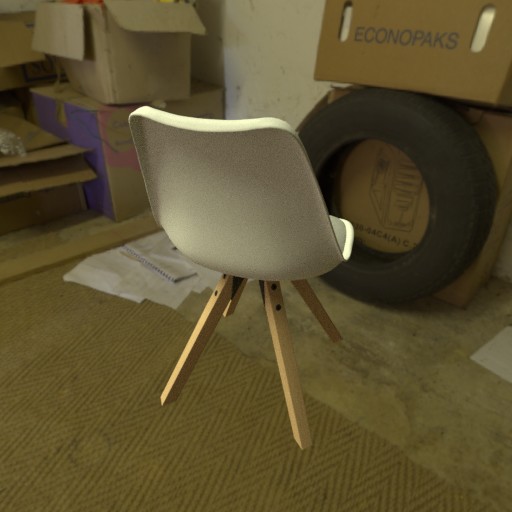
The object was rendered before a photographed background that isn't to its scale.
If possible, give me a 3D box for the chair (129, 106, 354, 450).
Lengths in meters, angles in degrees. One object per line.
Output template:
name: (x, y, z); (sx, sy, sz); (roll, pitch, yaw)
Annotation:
chair: (0.000, 0.000, 1.166); (0.485, 0.850, 0.550); (11, 33, 17)
